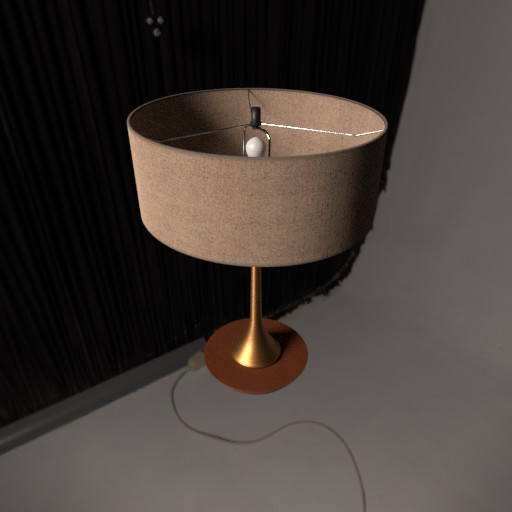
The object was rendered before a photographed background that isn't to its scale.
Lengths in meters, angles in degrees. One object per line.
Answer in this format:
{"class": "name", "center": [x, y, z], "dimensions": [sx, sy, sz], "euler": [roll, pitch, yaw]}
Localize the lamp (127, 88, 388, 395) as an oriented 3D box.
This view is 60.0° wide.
{"class": "lamp", "center": [0.000, 0.000, 0.845], "dimensions": [0.396, 0.551, 0.417], "euler": [-21, 37, -30]}
